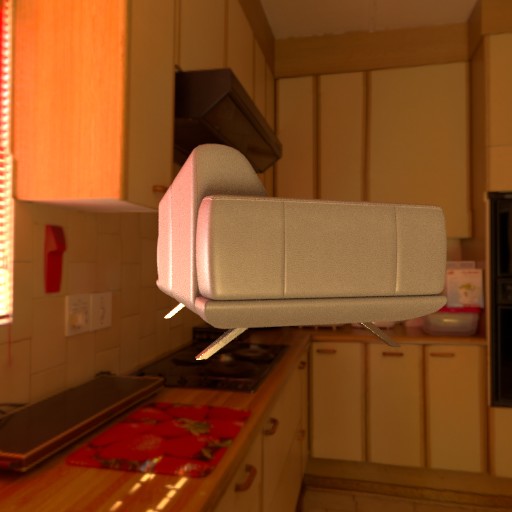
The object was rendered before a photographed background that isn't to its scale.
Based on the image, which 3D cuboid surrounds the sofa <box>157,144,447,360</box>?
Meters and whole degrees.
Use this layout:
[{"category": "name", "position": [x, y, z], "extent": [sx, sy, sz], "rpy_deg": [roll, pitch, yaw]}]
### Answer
[{"category": "sofa", "position": [0.000, 0.000, 2.347], "extent": [0.900, 0.772, 1.901], "rpy_deg": [0, -1, -17]}]
